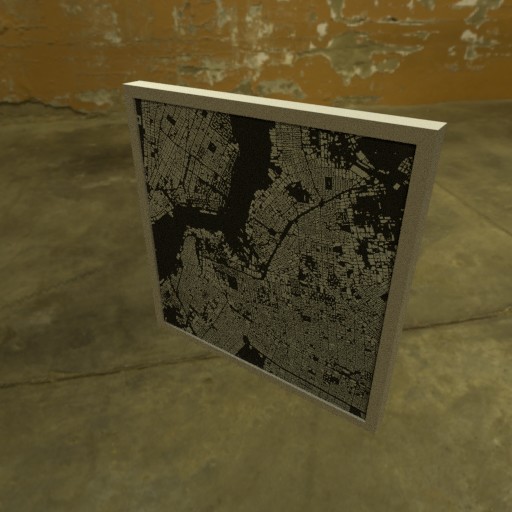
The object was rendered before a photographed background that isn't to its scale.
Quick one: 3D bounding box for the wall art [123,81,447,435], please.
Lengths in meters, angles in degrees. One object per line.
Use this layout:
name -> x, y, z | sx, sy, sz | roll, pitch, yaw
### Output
wall art -> 0.000, 0.000, 0.747 | 0.506, 0.506, 0.038 | 19, 36, 29
